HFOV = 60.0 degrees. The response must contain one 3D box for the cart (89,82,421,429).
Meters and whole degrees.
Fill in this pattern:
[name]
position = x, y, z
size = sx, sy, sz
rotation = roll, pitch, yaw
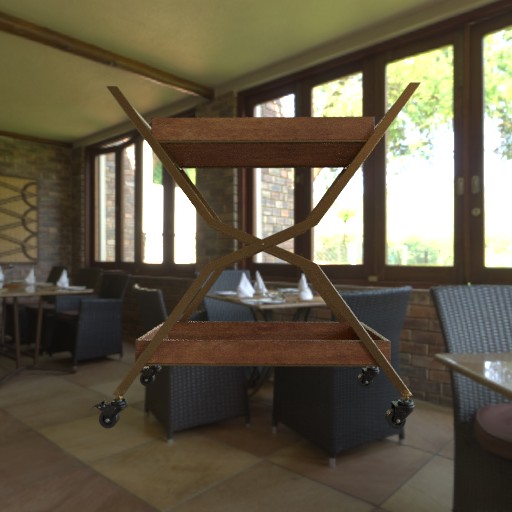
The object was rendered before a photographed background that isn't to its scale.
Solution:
[cart]
position = 0.000, 0.000, 1.303
size = 0.836, 0.869, 0.405
rotation = 0, 0, 1
